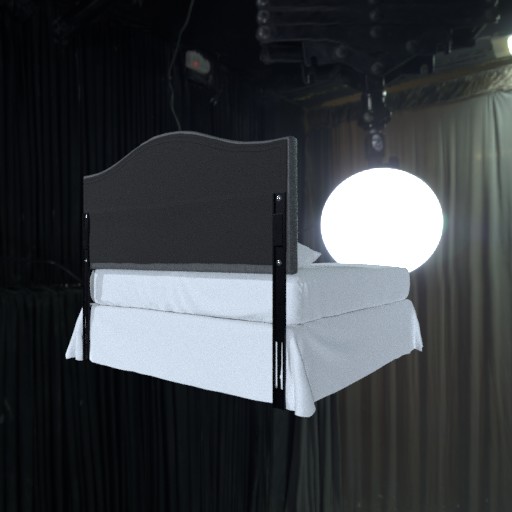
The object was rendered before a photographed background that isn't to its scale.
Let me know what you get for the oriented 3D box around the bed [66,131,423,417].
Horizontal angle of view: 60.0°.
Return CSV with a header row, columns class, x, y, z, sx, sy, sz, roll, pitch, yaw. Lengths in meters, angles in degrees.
class,x,y,z,sx,sy,sz,roll,pitch,yaw
bed,0.000,0.000,3.789,2.314,1.651,2.219,0,0,37
